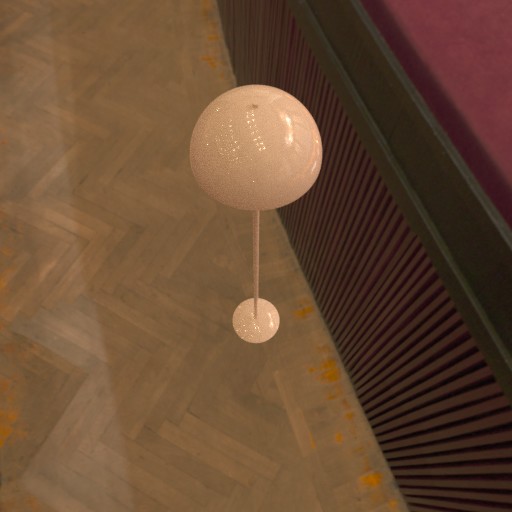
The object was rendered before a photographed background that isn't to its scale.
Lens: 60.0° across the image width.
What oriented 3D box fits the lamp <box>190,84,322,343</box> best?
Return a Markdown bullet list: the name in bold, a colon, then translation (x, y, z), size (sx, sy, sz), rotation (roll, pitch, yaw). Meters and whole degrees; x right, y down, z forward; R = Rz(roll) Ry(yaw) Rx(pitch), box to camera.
- **lamp**: translation (0.000, 0.000, 1.614), size (0.328, 1.480, 0.328), rotation (-16, 65, -8)
